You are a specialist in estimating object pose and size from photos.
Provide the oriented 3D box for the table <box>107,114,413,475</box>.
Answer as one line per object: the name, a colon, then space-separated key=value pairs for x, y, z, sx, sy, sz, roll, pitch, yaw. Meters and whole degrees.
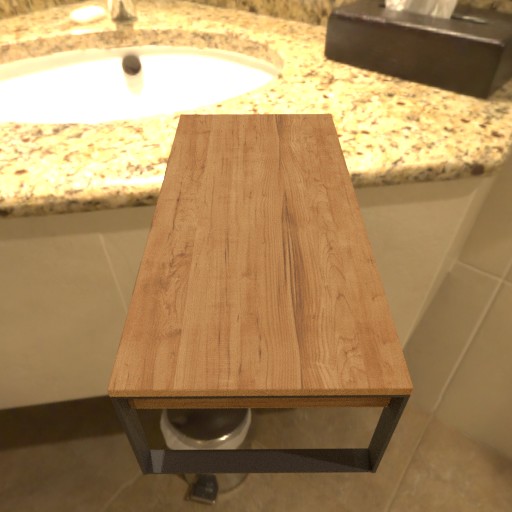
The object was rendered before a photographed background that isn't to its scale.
table: x=0.000 y=0.000 z=1.408 sx=0.590 sy=0.400 sz=1.180 roll=0 pitch=43 yaw=0
